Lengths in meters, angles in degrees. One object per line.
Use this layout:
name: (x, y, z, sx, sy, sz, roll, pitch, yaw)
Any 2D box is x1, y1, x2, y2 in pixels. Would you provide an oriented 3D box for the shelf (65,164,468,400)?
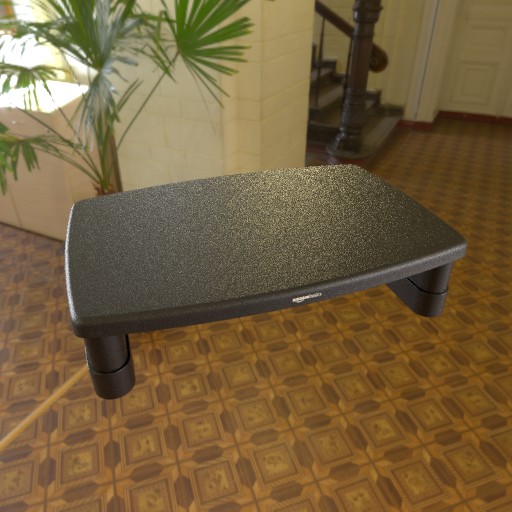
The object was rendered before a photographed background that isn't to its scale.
shelf: (0.000, 0.000, 0.527, 0.410, 0.100, 0.280, -11, 34, -16)
